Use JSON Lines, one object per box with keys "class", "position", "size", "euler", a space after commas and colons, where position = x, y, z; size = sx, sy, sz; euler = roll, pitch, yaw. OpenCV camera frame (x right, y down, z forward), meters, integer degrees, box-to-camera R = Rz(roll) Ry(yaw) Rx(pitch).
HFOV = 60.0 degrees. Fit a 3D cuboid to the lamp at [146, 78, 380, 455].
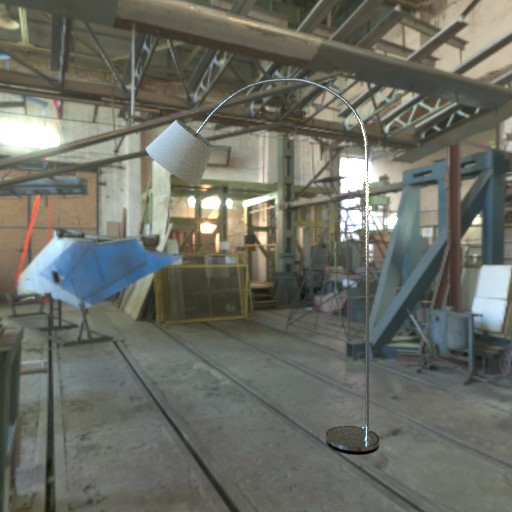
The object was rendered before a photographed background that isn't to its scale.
{"class": "lamp", "position": [0.000, 0.000, 2.675], "size": [1.445, 2.098, 0.406], "euler": [0, 1, 20]}
